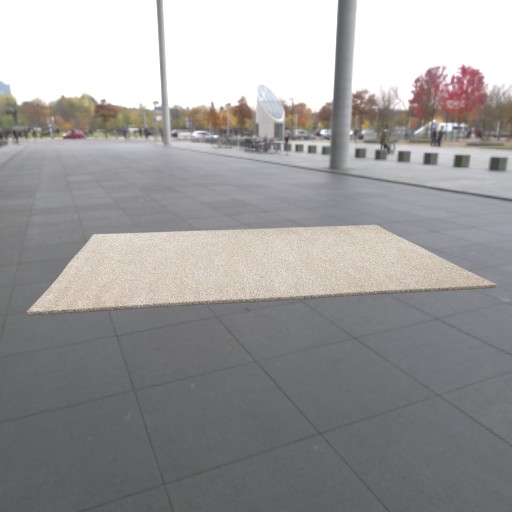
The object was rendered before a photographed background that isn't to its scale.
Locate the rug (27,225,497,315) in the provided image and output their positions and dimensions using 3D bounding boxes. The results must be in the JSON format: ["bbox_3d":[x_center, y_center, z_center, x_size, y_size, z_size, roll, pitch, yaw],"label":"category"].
[{"bbox_3d":[0.000,0.000,3.362,2.699,0.025,1.800,-2,16,-9],"label":"rug"}]
